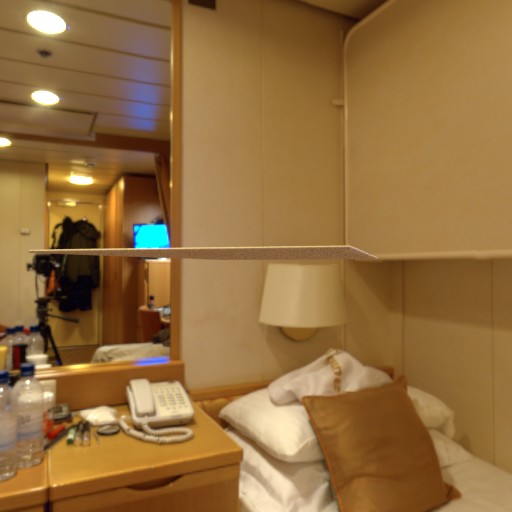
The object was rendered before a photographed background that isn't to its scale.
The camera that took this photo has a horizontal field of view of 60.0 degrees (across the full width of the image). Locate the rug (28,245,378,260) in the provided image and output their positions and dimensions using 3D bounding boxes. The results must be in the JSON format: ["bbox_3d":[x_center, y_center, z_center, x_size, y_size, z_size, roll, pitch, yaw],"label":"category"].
[{"bbox_3d":[0.000,0.000,3.046,1.531,0.014,2.441,0,-1,18],"label":"rug"}]
